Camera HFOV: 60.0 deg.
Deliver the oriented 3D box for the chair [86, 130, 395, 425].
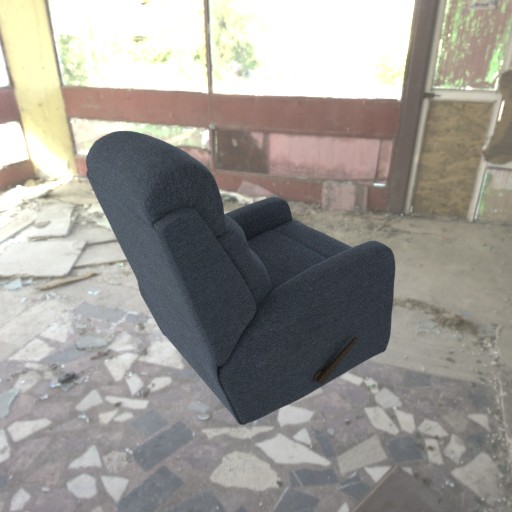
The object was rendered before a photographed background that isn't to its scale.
[{"bbox_3d":[0.000,0.000,1.768,1.043,1.013,0.798,-18,32,-31],"label":"chair"}]
